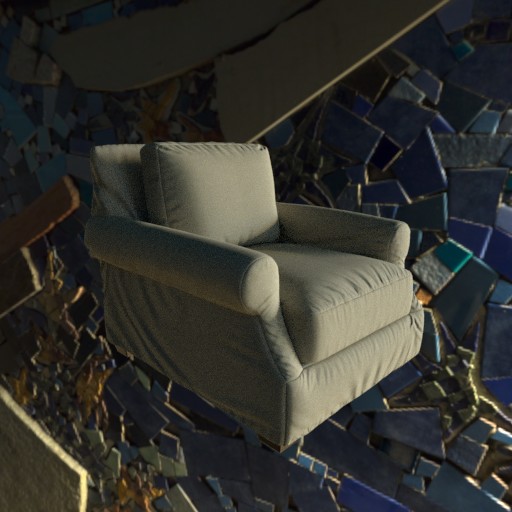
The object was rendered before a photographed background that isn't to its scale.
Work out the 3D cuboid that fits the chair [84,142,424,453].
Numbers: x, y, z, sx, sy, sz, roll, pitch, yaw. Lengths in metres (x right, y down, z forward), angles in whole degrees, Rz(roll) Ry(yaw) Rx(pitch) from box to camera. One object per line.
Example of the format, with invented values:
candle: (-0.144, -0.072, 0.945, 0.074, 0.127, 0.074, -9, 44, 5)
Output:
chair: (0.000, 0.000, 1.723, 1.066, 0.866, 0.940, 13, 19, 43)
